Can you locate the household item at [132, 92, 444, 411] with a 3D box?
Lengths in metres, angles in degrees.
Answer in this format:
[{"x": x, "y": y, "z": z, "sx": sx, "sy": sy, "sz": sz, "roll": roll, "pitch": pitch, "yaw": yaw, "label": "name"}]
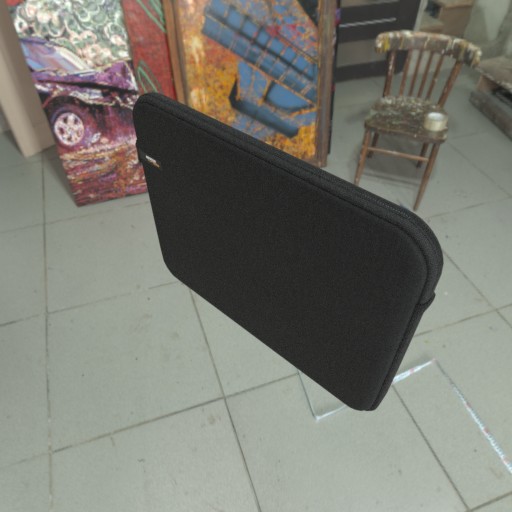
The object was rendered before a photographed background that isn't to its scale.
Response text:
[{"x": 0.000, "y": 0.000, "z": 0.522, "sx": 0.396, "sy": 0.305, "sz": 0.030, "roll": 32, "pitch": 54, "yaw": 27, "label": "household item"}]
